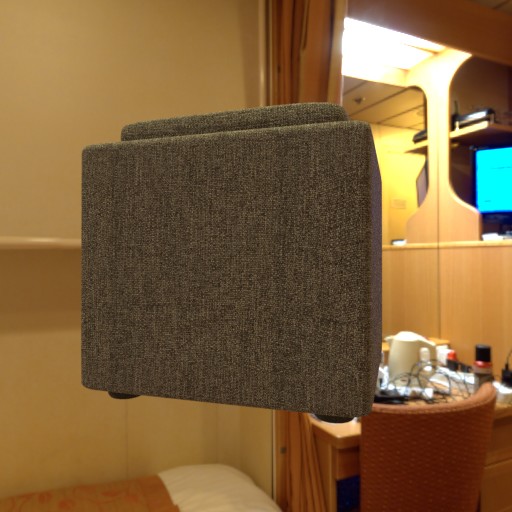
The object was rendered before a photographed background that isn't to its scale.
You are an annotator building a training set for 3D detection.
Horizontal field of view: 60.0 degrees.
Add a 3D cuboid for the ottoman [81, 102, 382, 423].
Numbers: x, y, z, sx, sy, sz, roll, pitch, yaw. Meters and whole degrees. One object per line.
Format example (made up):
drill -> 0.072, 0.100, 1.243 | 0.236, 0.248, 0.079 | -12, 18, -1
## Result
ottoman -> 0.000, 0.000, 0.842 | 0.450, 0.460, 0.450 | 0, 0, 18
